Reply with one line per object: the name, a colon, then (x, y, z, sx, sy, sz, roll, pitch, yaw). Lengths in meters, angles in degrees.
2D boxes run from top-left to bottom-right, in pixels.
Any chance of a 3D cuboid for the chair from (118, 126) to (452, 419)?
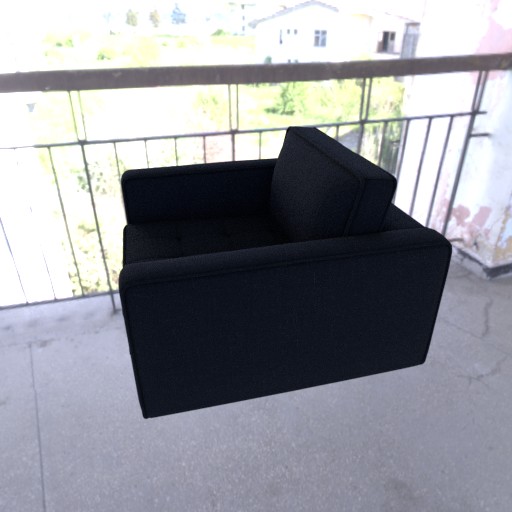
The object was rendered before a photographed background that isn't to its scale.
chair: (0.000, 0.000, 1.588, 0.920, 0.770, 0.899, -7, 30, -13)
